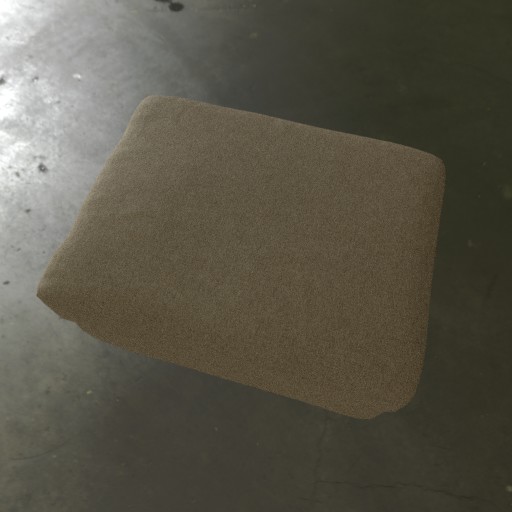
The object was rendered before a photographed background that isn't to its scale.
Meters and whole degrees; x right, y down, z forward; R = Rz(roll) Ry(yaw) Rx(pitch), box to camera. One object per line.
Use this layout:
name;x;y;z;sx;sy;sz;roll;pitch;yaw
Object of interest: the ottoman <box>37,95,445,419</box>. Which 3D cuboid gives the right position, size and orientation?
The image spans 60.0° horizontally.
ottoman;0.000;0.000;1.275;0.889;0.511;0.692;15;64;7
